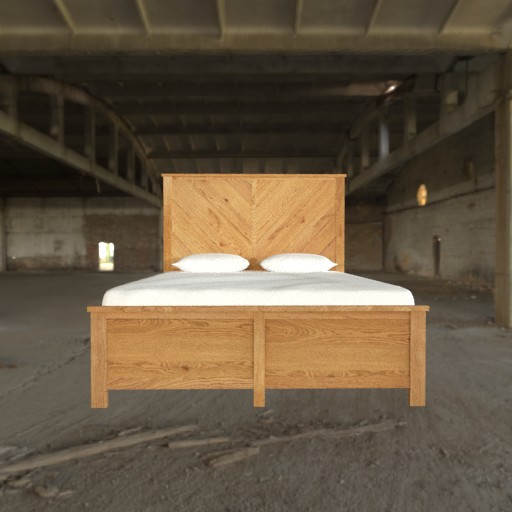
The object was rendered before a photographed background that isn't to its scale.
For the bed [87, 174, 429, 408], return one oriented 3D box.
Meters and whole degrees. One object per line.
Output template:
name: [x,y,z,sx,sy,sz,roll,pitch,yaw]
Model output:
bed: [0.000,0.000,3.603,1.936,1.686,2.201,0,1,-1]
